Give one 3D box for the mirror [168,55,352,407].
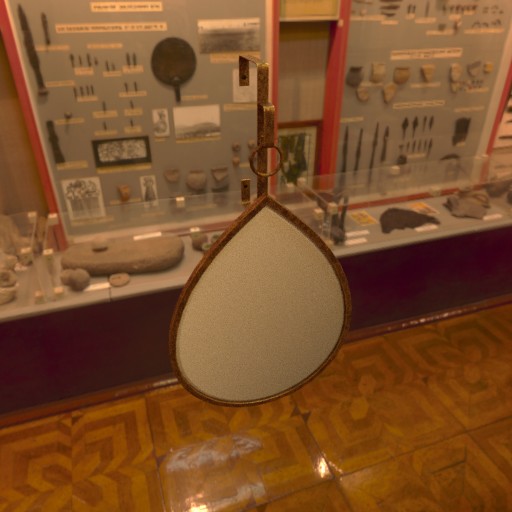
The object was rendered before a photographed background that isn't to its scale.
[{"bbox_3d":[0.000,0.000,0.913,0.405,0.744,0.144,-9,33,-15],"label":"mirror"}]
